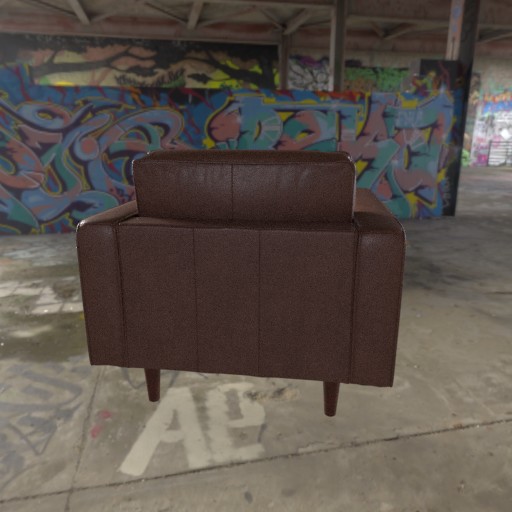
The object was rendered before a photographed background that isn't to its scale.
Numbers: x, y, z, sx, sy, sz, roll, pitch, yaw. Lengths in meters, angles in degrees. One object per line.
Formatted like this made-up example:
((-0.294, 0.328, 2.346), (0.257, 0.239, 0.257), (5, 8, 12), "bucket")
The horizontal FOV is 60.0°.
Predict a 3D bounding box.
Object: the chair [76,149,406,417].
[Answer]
((0.000, 0.000, 1.609), (0.920, 0.770, 0.900), (2, 15, 8), "chair")
